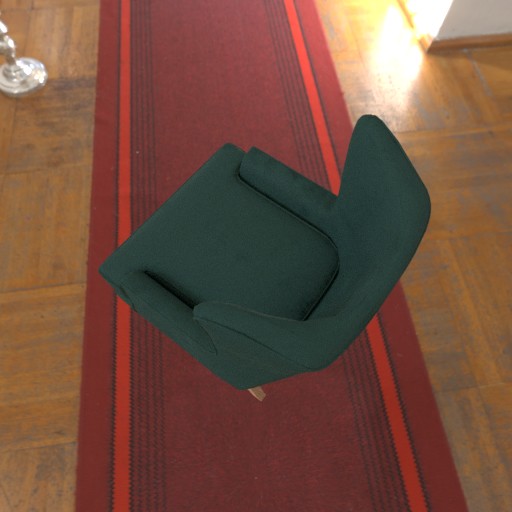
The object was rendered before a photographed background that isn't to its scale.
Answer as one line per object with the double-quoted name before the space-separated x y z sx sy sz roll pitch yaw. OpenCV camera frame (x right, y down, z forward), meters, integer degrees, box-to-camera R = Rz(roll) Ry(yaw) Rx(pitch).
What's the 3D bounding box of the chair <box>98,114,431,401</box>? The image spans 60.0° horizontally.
"chair" 0.000 0.000 1.611 0.910 0.952 0.793 34 68 16
